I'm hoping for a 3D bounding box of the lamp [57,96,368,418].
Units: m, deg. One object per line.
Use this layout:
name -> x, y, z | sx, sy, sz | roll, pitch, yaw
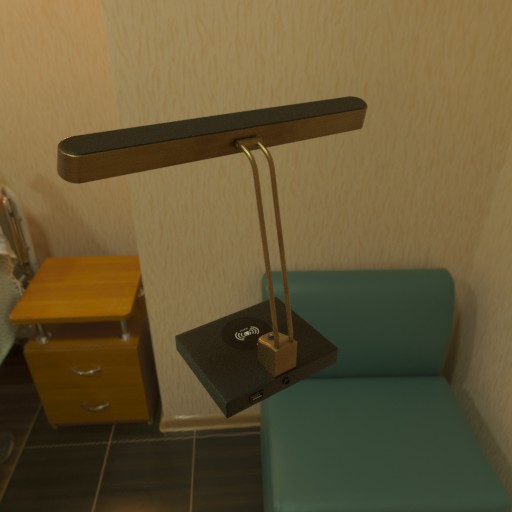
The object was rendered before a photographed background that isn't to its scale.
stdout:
lamp -> 0.000, 0.000, 0.574 | 0.412, 0.345, 0.156 | -18, 35, -28
